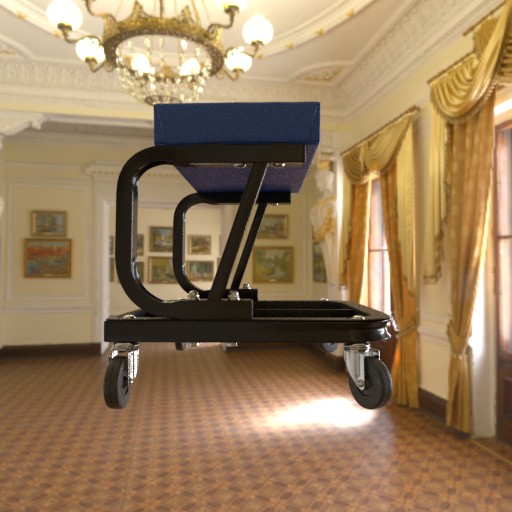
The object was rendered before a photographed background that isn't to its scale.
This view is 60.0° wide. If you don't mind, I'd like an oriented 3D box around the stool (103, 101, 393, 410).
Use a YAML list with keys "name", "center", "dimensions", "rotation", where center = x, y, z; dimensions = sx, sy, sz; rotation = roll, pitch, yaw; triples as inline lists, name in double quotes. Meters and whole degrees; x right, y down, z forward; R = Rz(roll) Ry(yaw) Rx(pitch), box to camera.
- name: "stool"
  center: [0.000, 0.000, 0.732]
  dimensions: [0.371, 0.380, 0.446]
  rotation: [0, -2, 1]
